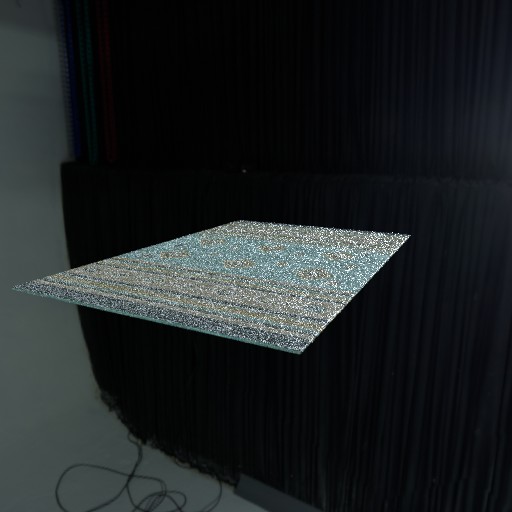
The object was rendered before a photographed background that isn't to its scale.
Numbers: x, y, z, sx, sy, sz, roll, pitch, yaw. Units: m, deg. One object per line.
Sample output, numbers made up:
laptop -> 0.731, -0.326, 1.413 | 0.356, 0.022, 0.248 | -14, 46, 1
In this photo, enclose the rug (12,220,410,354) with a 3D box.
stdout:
rug -> 0.000, 0.000, 2.241 | 1.212, 0.010, 1.811 | 7, 16, 27
